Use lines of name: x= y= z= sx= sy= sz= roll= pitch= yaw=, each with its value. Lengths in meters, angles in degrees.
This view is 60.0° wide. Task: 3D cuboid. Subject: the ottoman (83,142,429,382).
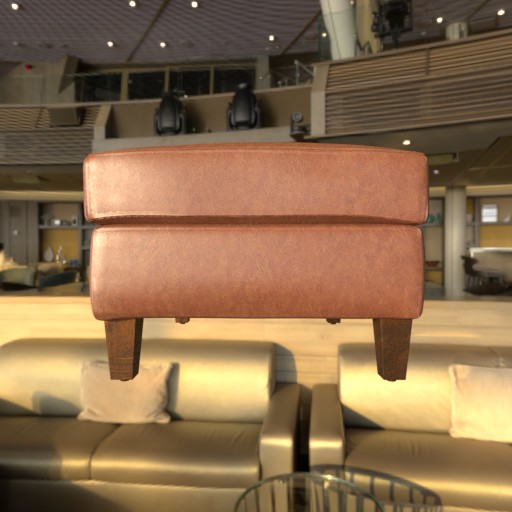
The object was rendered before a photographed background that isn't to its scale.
ottoman: x=0.000 y=0.000 z=1.211 sx=0.650 sy=0.485 sz=0.851 roll=0 pitch=1 yaw=0
